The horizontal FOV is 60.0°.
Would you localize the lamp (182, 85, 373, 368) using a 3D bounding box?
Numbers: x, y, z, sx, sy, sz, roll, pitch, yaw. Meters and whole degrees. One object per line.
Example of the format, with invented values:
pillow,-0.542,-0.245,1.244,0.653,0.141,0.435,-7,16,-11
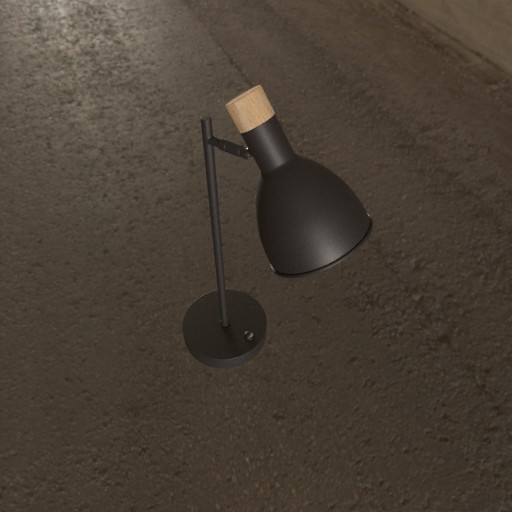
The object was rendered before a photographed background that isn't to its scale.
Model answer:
lamp,0.000,0.000,0.610,0.287,0.483,0.152,26,52,22
